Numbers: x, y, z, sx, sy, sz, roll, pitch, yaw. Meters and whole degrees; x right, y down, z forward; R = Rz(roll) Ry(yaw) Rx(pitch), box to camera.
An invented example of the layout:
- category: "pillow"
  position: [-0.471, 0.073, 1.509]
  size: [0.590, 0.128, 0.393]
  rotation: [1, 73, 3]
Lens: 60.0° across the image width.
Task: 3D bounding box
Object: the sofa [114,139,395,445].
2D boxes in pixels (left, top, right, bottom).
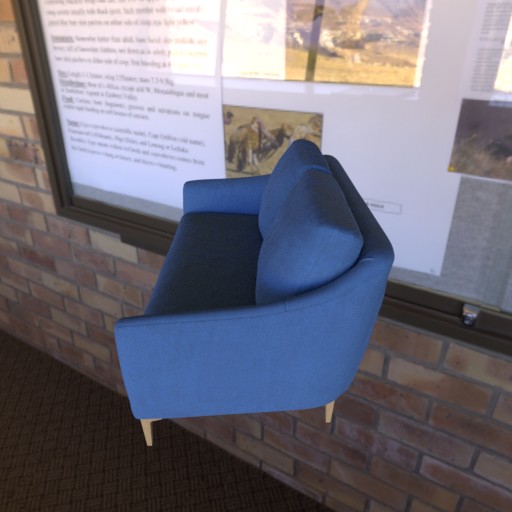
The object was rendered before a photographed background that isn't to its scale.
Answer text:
- category: "sofa"
  position: [0.000, 0.000, 2.213]
  size: [0.960, 0.902, 1.619]
  rotation: [0, 27, 0]
